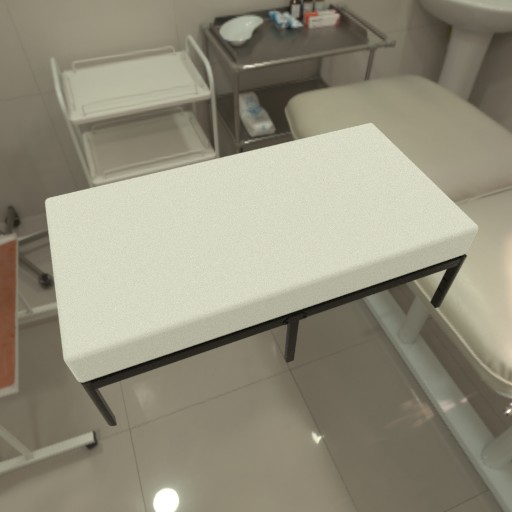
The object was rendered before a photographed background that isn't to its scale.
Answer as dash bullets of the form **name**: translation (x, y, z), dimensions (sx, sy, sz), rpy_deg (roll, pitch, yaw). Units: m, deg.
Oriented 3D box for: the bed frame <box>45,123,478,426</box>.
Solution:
- **bed frame**: translation (0.000, 0.000, 2.449), dimensions (1.950, 0.659, 1.023), rpy_deg (-16, 51, -14)
